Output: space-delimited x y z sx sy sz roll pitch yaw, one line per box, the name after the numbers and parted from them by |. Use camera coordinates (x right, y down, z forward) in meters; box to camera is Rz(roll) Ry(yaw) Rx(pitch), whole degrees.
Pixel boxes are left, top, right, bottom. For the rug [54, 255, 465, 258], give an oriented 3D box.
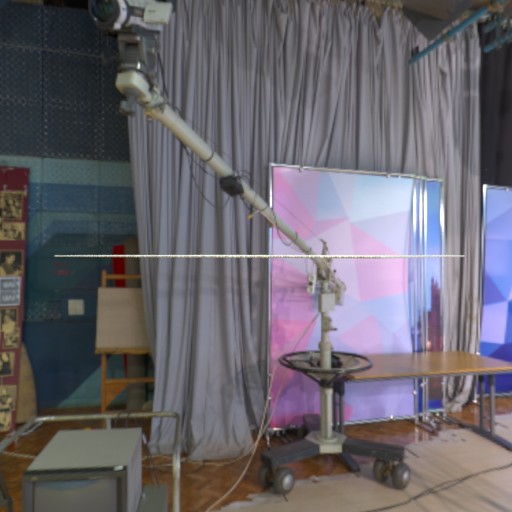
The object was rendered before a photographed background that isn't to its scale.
0.000 0.000 2.353 1.815 0.007 1.226 0 0 36 | rug
